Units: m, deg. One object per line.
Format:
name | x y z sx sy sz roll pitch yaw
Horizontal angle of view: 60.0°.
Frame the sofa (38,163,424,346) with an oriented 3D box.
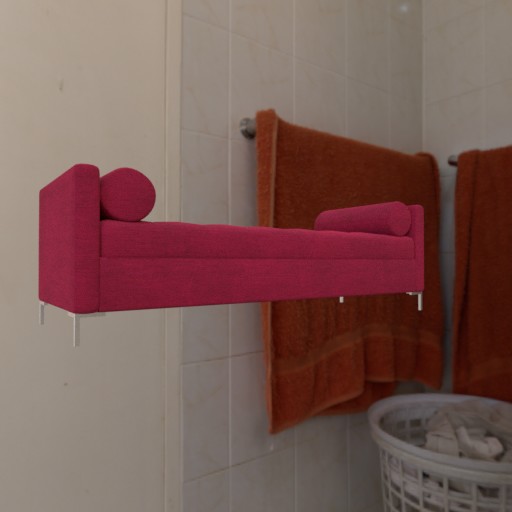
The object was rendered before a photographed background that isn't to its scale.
sofa | 0.000 0.000 2.337 1.981 0.635 0.686 1 -1 -35
